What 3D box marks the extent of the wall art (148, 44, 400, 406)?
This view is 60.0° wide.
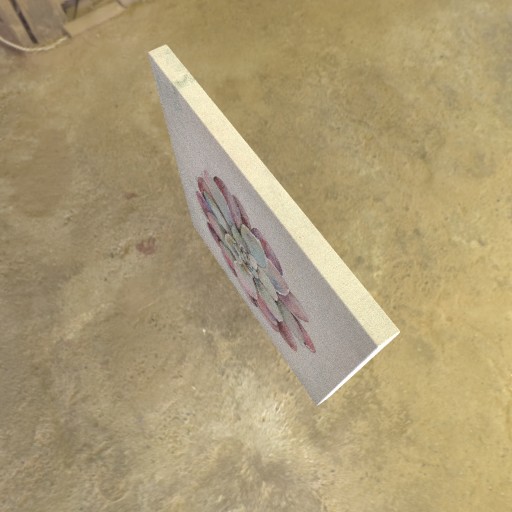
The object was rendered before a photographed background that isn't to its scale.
[{"bbox_3d":[0.000,0.000,0.924,0.044,0.605,0.605,-31,69,-13],"label":"wall art"}]
